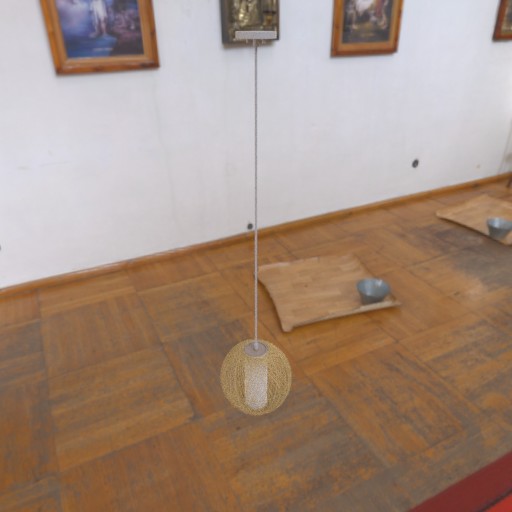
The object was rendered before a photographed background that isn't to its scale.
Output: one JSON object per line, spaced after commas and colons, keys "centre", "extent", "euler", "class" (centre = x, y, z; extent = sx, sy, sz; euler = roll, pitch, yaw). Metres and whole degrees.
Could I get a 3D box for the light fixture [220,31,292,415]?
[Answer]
{"centre": [0.000, 0.000, 2.164], "extent": [0.407, 1.955, 0.406], "euler": [9, 29, 16], "class": "light fixture"}
